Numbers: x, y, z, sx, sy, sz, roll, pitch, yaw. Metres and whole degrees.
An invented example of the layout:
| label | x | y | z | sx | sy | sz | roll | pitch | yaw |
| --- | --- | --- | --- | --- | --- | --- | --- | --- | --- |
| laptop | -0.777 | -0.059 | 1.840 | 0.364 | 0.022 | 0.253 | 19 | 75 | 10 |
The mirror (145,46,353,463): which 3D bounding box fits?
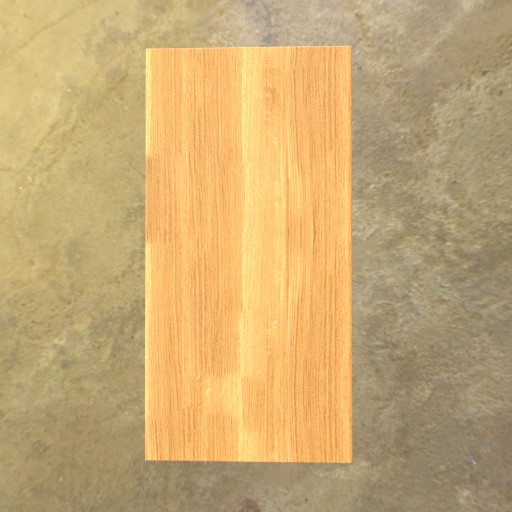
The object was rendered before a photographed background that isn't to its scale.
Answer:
| label | x | y | z | sx | sy | sz | roll | pitch | yaw |
| --- | --- | --- | --- | --- | --- | --- | --- | --- | --- |
| mirror | 0.000 | 0.000 | 1.353 | 0.400 | 1.000 | 0.800 | 0 | 90 | 2 |
